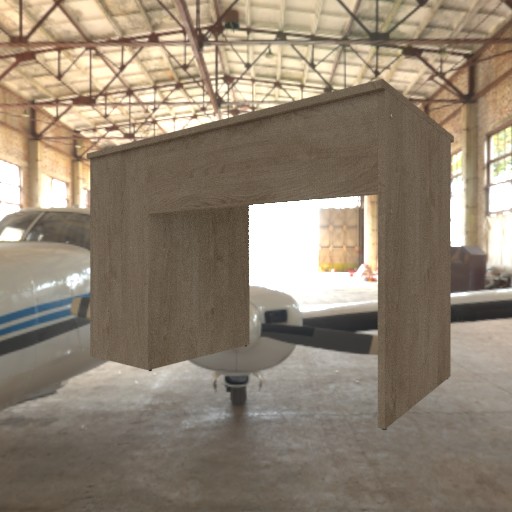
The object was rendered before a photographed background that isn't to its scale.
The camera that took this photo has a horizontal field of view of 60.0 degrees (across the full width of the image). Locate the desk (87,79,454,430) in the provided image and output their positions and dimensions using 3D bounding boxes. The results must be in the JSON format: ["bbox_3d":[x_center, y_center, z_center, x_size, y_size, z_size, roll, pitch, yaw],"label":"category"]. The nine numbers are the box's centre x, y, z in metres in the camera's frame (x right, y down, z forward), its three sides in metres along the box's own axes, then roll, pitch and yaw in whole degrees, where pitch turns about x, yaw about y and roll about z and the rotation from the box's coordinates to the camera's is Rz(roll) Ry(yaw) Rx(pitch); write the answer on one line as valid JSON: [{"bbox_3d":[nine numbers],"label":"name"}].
[{"bbox_3d":[0.000,0.000,1.466,1.096,0.730,0.560,0,0,38],"label":"desk"}]
